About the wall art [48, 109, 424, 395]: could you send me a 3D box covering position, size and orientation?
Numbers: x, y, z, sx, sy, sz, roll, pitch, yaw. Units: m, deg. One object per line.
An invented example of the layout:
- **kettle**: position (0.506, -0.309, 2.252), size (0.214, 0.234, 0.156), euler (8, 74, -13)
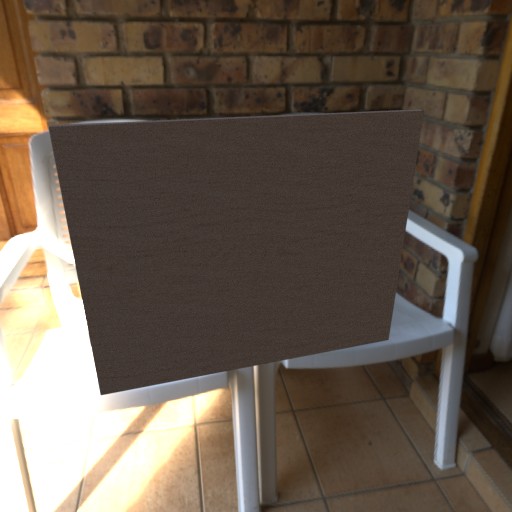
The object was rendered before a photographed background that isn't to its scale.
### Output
- **wall art**: position (0.000, 0.000, 0.673), size (0.508, 0.406, 0.013), euler (-7, 26, -15)
